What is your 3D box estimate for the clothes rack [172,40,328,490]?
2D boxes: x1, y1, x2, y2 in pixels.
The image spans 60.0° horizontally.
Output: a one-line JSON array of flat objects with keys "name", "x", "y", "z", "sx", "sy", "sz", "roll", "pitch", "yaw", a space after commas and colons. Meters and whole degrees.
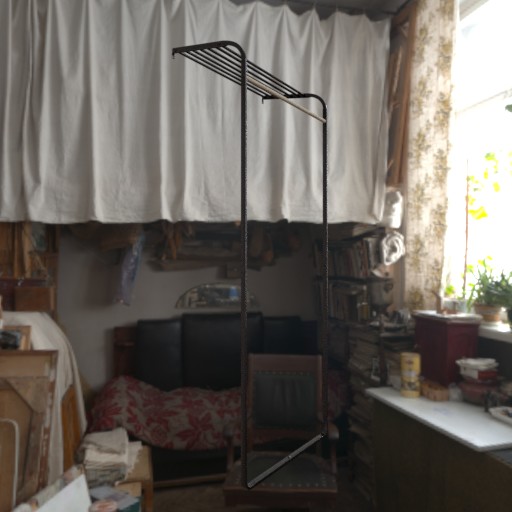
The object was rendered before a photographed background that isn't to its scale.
[{"name": "clothes rack", "x": 0.000, "y": 0.000, "z": 1.815, "sx": 0.349, "sy": 1.574, "sz": 0.609, "roll": 0, "pitch": -1, "yaw": 36}]
